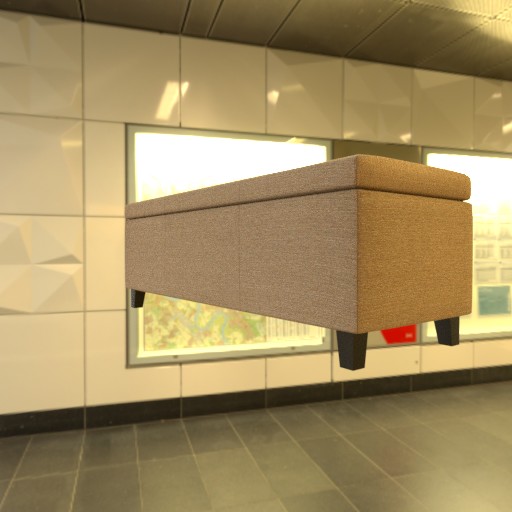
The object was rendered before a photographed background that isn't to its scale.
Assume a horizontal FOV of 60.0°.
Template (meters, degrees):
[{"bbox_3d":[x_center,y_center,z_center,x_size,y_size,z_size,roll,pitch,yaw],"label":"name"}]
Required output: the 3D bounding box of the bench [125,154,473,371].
[{"bbox_3d":[0.000,0.000,1.479,0.446,0.438,1.269,-1,1,-37],"label":"bench"}]
